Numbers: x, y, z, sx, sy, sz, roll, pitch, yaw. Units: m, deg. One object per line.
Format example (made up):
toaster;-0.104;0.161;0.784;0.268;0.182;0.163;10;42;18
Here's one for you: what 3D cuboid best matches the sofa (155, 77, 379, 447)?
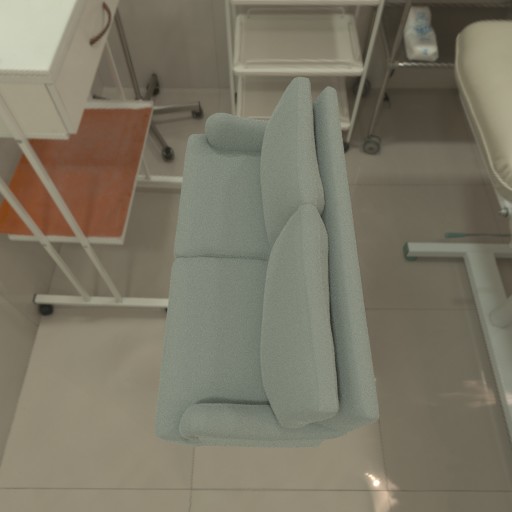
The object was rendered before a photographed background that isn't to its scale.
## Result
sofa;0.000;0.000;2.791;1.069;1.096;2.193;0;59;0
